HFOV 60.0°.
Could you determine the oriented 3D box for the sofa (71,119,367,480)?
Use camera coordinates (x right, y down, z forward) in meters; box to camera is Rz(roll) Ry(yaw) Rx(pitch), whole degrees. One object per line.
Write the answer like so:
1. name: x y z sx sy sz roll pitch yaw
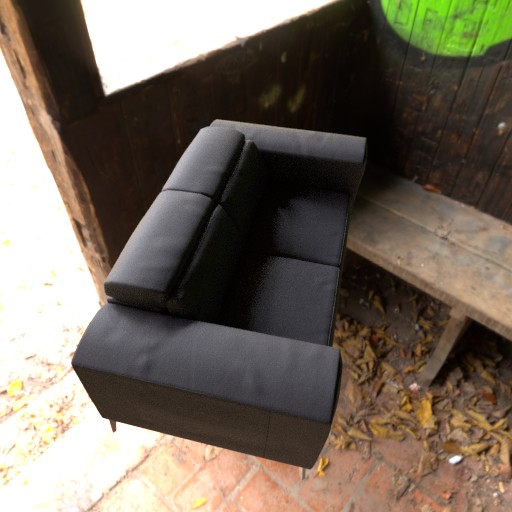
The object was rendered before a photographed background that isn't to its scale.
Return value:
1. sofa: 0.000 0.000 2.366 1.003 0.779 1.895 10 47 9
